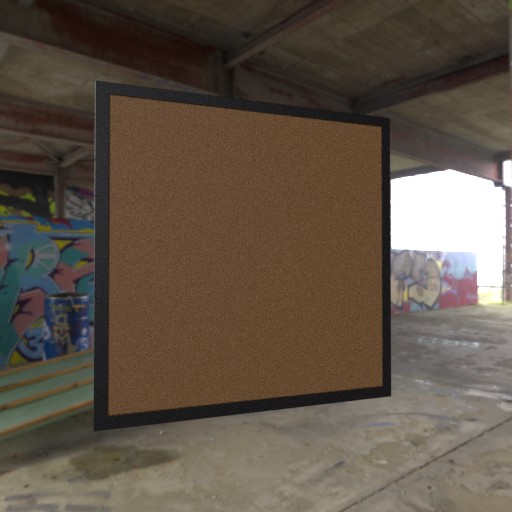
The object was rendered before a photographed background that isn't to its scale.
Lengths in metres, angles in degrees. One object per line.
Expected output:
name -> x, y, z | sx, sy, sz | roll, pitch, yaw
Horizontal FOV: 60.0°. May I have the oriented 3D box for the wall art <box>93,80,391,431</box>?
wall art -> 0.000, 0.000, 0.739 | 0.506, 0.506, 0.037 | 0, -1, -19
